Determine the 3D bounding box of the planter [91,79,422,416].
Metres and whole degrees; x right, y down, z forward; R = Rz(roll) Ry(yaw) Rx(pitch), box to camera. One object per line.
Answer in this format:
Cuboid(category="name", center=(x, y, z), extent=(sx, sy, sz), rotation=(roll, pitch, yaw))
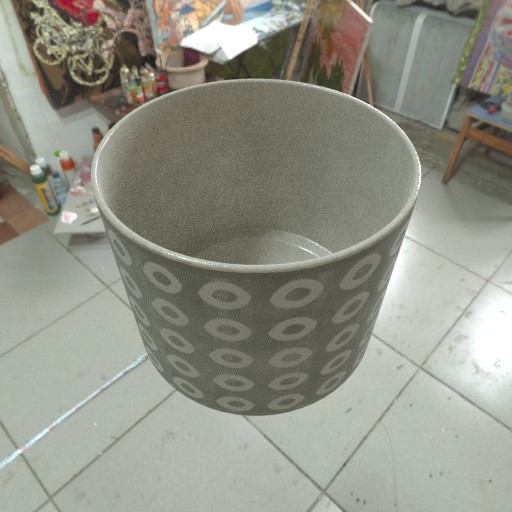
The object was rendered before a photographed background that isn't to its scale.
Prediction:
Cuboid(category="planter", center=(0.000, 0.000, 0.431), extent=(0.250, 0.239, 0.250), rotation=(0, 46, 0))
